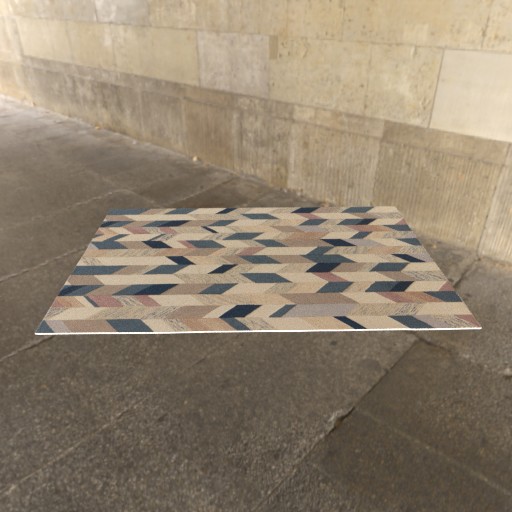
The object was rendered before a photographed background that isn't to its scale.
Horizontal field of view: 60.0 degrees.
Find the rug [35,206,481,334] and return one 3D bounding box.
[{"bbox_3d":[0.000,0.000,2.303,1.813,0.006,1.202,-1,31,-1],"label":"rug"}]
